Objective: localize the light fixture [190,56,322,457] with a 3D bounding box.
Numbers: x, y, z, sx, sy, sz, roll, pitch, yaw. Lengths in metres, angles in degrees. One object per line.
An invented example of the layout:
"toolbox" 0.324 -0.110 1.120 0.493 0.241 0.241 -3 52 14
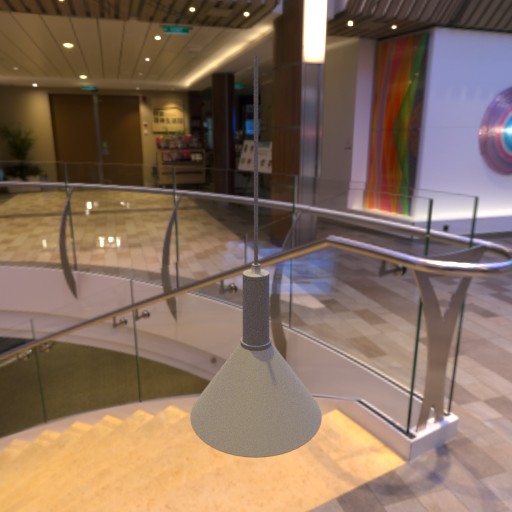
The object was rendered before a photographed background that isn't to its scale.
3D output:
"light fixture" 0.000 0.000 0.821 0.267 0.683 0.267 7 17 25
